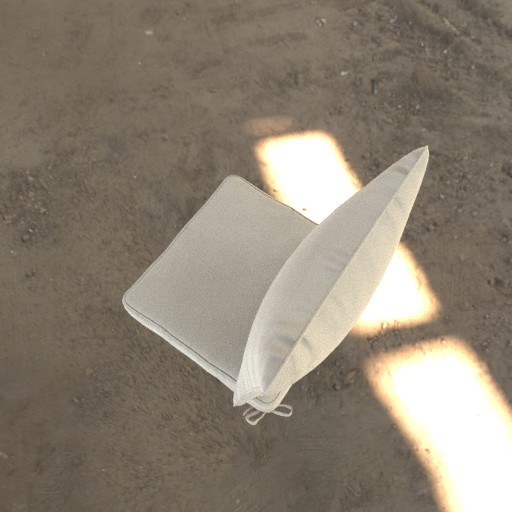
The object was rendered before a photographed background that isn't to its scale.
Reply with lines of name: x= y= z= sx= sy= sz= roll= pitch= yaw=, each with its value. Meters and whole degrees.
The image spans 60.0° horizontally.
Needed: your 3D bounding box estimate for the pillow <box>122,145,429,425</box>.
pillow: x=0.000 y=0.000 z=1.401 sx=0.733 sy=0.716 sz=0.798 roll=32 pitch=69 yaw=14
